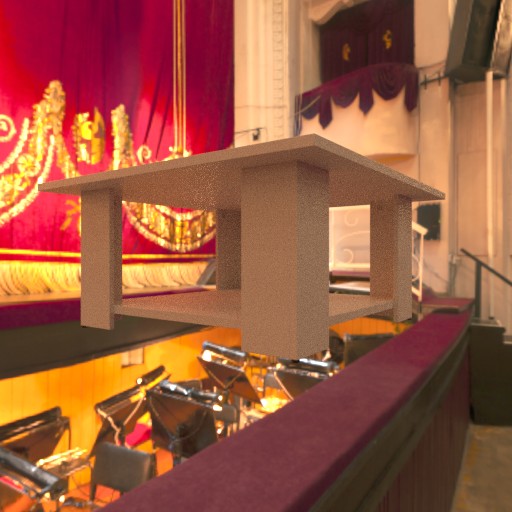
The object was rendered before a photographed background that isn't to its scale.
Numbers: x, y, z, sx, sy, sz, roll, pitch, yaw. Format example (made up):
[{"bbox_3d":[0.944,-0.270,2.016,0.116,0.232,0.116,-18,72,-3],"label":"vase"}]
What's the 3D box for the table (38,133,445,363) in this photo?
[{"bbox_3d":[0.000,0.000,1.023,0.670,0.305,0.670,0,0,36],"label":"table"}]
